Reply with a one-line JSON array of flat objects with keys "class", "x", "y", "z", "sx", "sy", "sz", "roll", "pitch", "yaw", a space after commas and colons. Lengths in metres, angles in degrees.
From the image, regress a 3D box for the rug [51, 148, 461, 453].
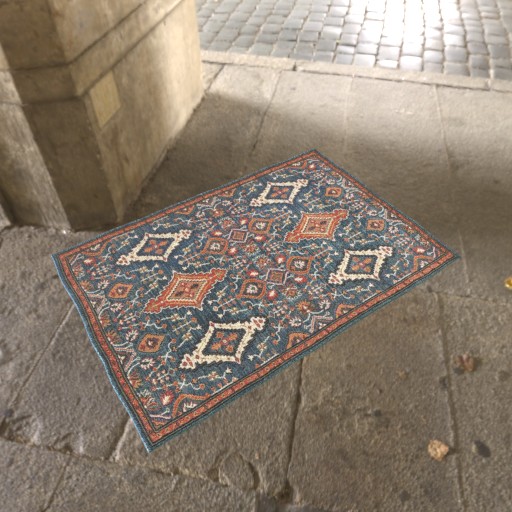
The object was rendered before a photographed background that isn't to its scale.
[{"class": "rug", "x": 0.000, "y": 0.000, "z": 3.068, "sx": 2.373, "sy": 0.009, "sz": 1.622, "roll": -26, "pitch": 52, "yaw": -23}]
